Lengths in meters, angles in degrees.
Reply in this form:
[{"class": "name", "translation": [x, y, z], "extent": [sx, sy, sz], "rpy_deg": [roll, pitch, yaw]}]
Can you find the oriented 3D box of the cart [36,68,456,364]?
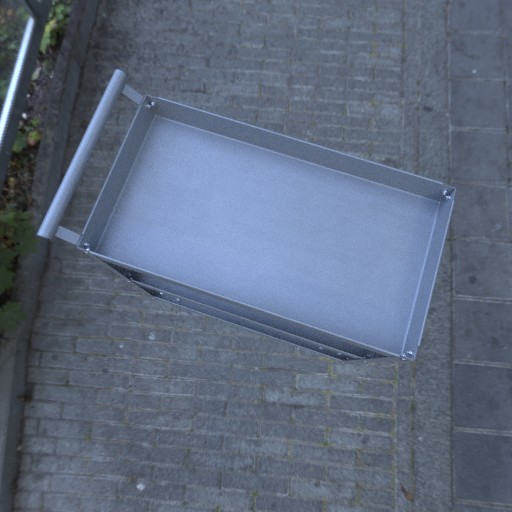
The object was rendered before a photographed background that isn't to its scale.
[{"class": "cart", "translation": [0.000, 0.000, 1.185], "extent": [0.719, 0.780, 0.366], "rpy_deg": [18, 77, 4]}]
